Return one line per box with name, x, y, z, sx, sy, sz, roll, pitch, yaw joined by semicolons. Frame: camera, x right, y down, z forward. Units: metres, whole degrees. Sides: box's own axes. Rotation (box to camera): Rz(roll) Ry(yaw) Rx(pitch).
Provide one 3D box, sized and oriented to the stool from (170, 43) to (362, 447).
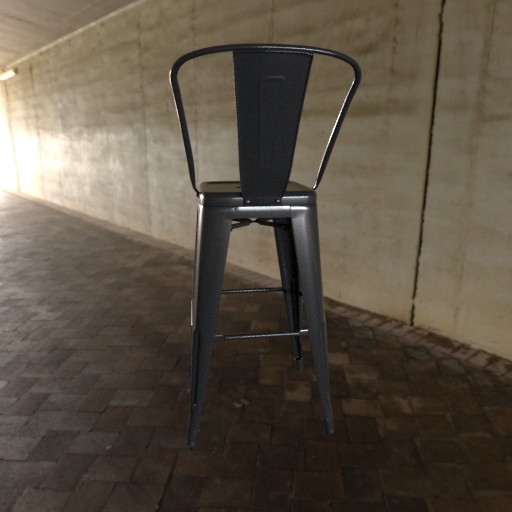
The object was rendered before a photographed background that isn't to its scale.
stool;0.000;0.000;1.270;0.432;1.022;0.528;-2;15;-8
